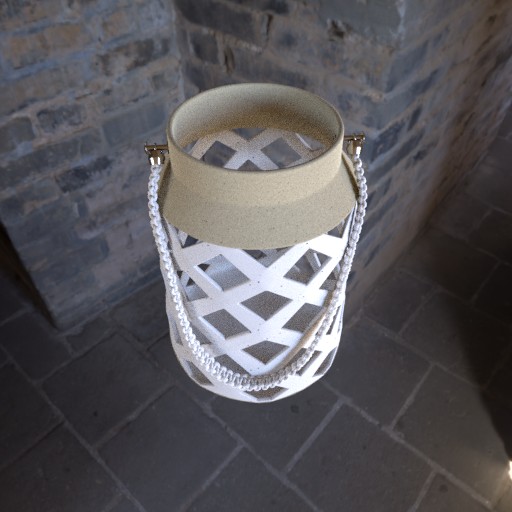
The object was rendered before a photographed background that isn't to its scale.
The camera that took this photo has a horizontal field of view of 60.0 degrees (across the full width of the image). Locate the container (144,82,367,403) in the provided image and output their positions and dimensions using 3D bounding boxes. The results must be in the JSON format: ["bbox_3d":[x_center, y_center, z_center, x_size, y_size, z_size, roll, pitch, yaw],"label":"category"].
[{"bbox_3d":[0.000,0.000,0.405,0.188,0.264,0.198,-4,46,-4],"label":"container"}]
